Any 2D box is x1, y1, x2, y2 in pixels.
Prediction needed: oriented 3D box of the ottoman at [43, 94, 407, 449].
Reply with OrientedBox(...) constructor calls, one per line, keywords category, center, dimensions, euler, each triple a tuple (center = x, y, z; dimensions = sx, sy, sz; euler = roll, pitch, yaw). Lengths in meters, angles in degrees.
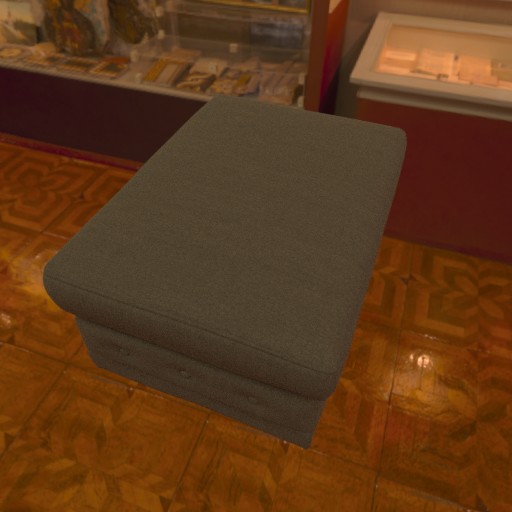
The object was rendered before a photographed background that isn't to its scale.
OrientedBox(category="ottoman", center=(0.000, 0.000, 1.113), dimensions=(0.569, 0.500, 0.771), euler=(16, 47, 15))
